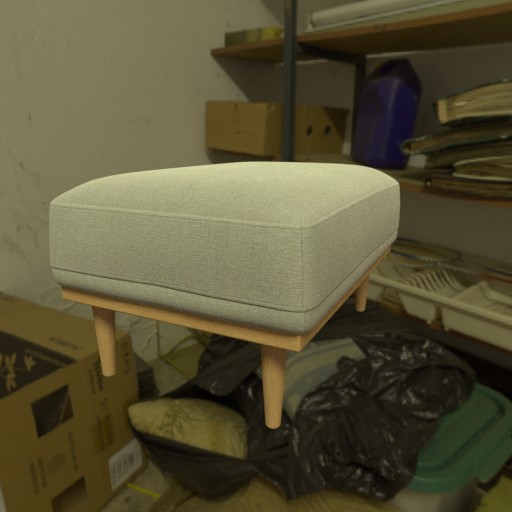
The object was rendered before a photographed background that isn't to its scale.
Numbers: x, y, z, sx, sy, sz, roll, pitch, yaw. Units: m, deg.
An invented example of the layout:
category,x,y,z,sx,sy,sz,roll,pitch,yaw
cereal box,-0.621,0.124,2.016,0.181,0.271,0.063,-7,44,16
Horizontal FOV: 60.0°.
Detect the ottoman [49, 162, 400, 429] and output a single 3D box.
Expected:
category,x,y,z,sx,sy,sz,roll,pitch,yaw
ottoman,0.000,0.000,1.068,0.549,0.428,0.749,7,16,26
